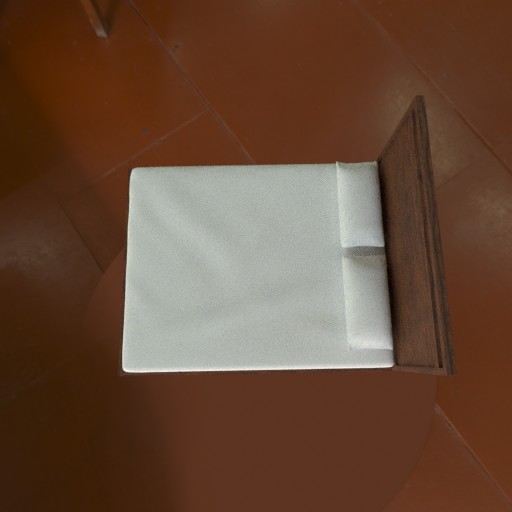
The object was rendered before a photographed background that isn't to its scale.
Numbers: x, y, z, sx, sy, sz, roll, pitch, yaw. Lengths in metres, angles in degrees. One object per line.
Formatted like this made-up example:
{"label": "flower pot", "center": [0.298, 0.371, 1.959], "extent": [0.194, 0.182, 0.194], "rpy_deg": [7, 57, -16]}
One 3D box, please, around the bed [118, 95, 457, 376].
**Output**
{"label": "bed", "center": [0.000, 0.000, 3.402], "extent": [2.218, 1.487, 1.765], "rpy_deg": [-1, 77, 0]}
